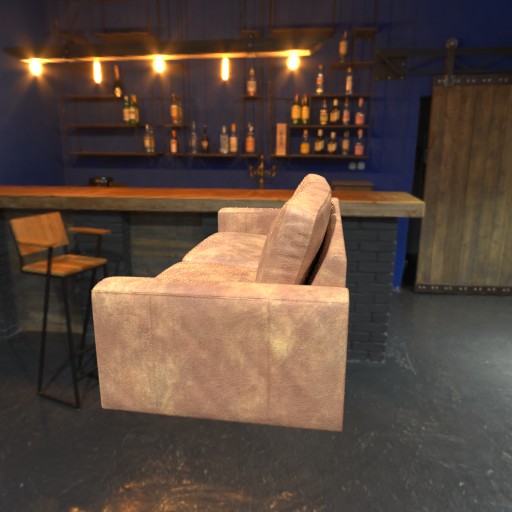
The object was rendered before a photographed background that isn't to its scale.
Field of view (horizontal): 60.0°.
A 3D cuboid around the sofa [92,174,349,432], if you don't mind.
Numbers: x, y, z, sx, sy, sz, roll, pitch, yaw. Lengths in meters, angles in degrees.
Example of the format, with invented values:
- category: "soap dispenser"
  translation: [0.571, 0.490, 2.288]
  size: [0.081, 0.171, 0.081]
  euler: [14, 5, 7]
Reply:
- category: "sofa"
  translation: [0.000, 0.000, 2.687]
  size: [1.016, 0.873, 2.179]
  euler: [2, 14, 9]
